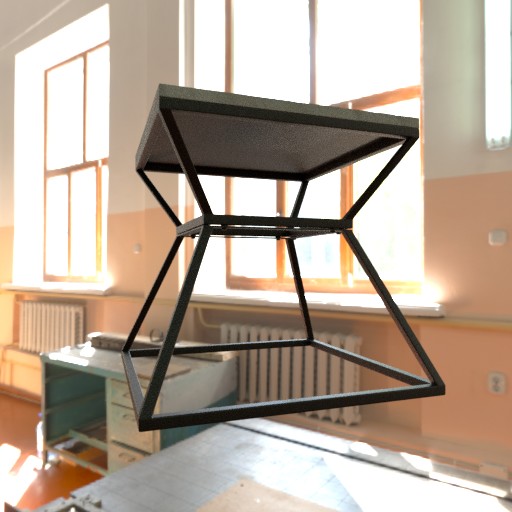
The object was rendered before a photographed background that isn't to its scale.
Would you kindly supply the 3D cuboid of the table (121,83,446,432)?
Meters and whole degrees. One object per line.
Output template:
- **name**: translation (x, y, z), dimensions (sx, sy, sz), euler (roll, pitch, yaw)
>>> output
- **table**: translation (0.000, 0.000, 0.819), dimensions (0.455, 0.431, 0.455), euler (0, -1, -19)
